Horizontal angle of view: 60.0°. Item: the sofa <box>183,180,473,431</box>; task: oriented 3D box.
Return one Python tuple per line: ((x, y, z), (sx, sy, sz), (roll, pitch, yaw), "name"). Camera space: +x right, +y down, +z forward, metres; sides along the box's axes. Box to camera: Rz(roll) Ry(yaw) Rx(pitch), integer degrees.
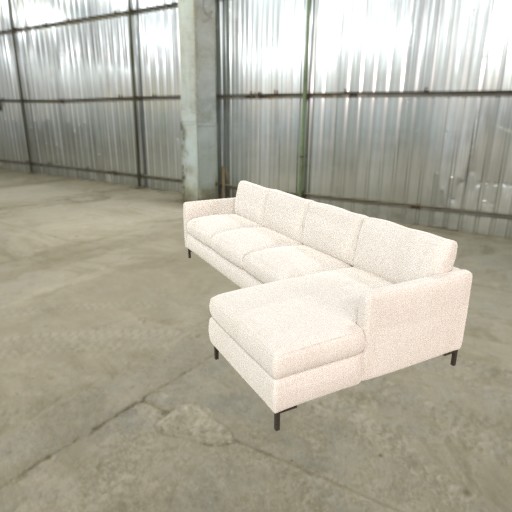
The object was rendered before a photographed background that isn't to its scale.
((0.000, 0.000, 2.946), (1.126, 0.677, 2.445), (-9, 20, -26), "sofa")
